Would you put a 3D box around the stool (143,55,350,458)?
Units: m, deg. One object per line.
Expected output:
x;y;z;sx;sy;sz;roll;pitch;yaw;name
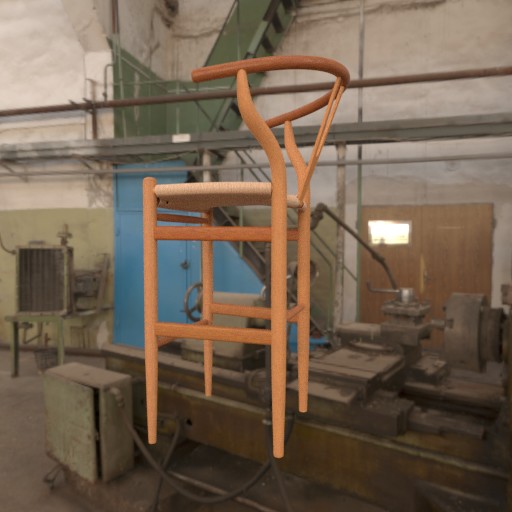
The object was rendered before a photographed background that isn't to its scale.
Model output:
0.000;0.000;1.369;0.561;1.068;0.574;1;3;18;stool
